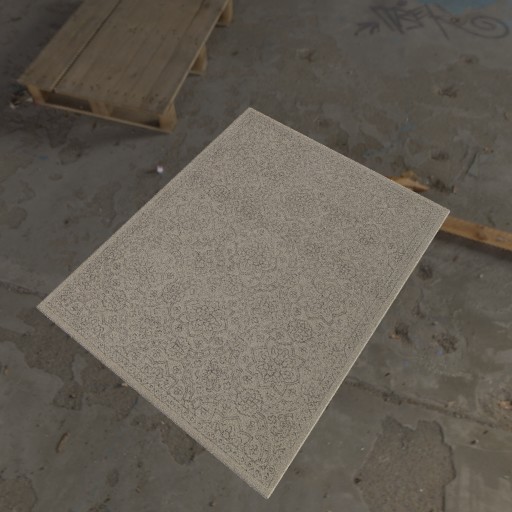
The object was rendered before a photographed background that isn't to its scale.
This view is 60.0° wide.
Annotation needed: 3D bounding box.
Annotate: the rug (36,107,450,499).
[{"bbox_3d":[0.000,0.000,4.049,2.441,0.015,3.050,32,65,17],"label":"rug"}]
